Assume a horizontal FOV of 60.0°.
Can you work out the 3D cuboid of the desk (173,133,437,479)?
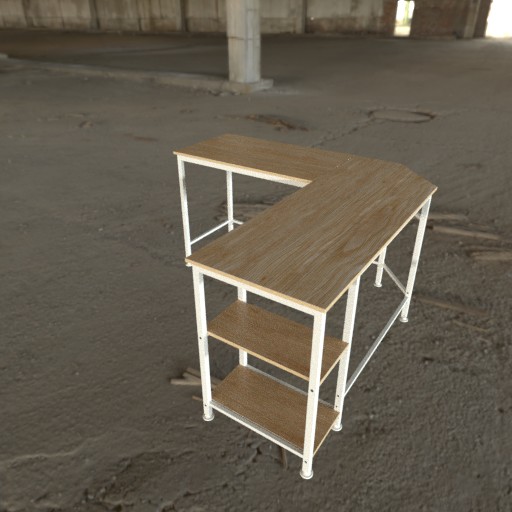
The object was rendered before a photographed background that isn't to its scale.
[{"bbox_3d":[0.000,0.000,2.197,1.379,0.739,1.379,18,34,29],"label":"desk"}]
